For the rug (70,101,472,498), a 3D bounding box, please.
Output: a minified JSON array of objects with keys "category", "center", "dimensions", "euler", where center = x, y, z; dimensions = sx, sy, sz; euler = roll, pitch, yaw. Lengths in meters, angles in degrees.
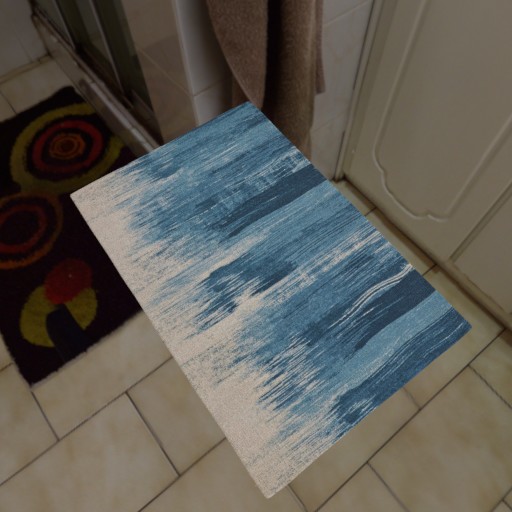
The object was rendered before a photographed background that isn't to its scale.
[{"category":"rug","center":[0.000,0.000,2.277],"dimensions":[1.232,0.009,1.836],"euler":[-33,67,-16]}]
